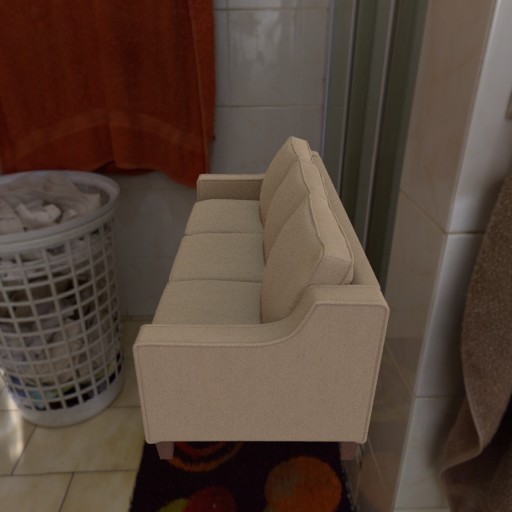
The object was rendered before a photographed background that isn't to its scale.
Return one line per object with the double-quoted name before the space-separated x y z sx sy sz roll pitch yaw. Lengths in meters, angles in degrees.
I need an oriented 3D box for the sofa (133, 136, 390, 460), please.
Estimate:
"sofa" 0.000 0.000 2.516 0.911 0.974 1.986 0 28 0
